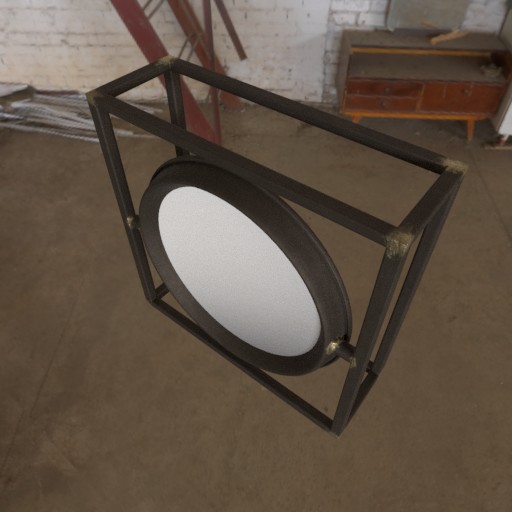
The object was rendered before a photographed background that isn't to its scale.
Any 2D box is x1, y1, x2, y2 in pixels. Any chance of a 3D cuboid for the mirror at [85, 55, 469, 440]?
[{"bbox_3d":[0.000,0.000,0.465,0.306,0.303,0.107,30,54,25],"label":"mirror"}]
